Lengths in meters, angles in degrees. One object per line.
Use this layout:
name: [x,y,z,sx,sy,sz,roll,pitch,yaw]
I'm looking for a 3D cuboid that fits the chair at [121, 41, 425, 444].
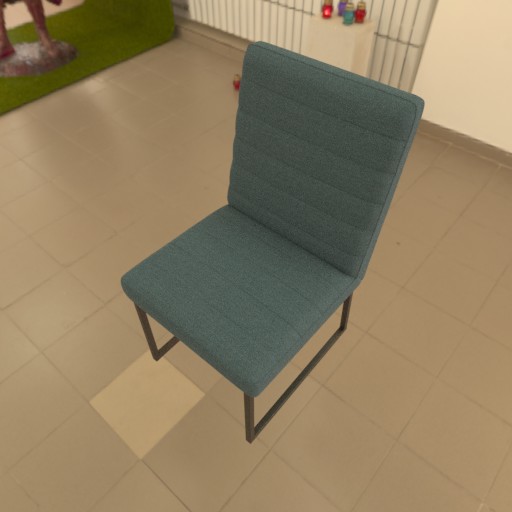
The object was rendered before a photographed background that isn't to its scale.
chair: [0.000,0.000,1.298,0.520,0.930,0.634,32,56,26]
